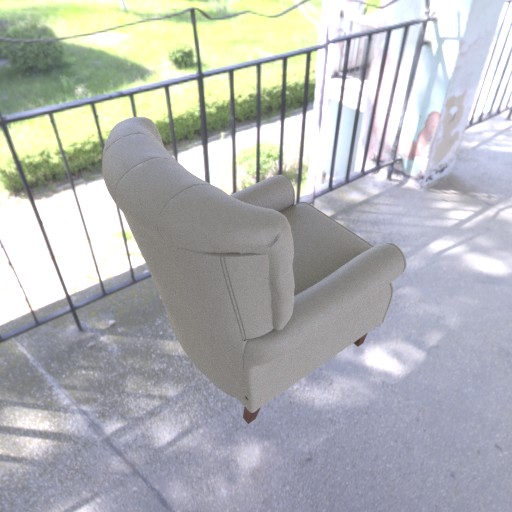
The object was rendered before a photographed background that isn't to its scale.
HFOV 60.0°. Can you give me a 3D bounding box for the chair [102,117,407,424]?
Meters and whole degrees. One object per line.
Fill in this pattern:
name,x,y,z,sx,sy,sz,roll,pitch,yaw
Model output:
chair,0.000,0.000,1.909,1.059,1.158,0.943,-26,47,-27
